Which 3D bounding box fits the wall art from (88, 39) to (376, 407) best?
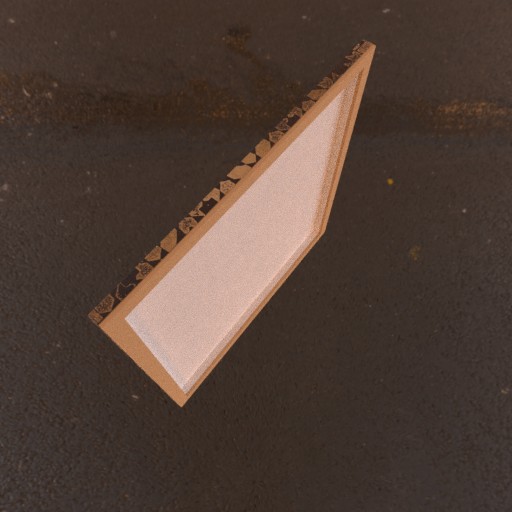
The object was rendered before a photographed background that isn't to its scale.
[{"bbox_3d":[0.000,0.000,1.337,0.038,0.914,0.914,35,68,16],"label":"wall art"}]
